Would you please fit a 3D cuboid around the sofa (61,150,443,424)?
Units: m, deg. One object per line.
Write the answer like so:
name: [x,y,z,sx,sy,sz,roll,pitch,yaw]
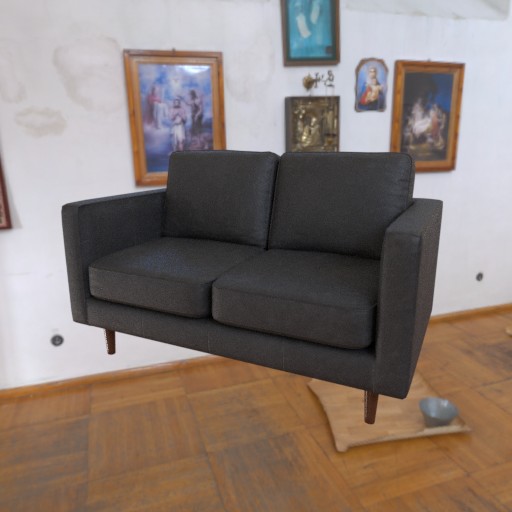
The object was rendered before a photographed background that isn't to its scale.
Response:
sofa: [0.000,0.000,1.950,1.430,0.899,0.879,7,16,25]
